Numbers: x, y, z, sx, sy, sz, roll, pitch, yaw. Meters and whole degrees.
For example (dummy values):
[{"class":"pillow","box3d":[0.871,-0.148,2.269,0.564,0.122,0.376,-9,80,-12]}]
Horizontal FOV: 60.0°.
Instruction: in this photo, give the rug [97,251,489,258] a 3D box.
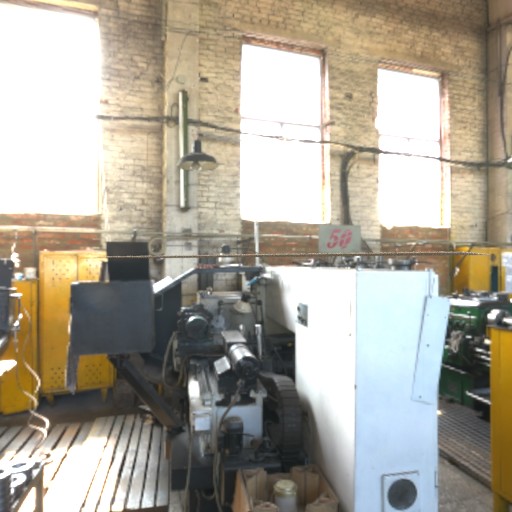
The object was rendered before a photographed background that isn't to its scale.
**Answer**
[{"class":"rug","box3d":[0.000,0.000,2.698,2.464,0.005,0.660,-1,-1,37]}]
